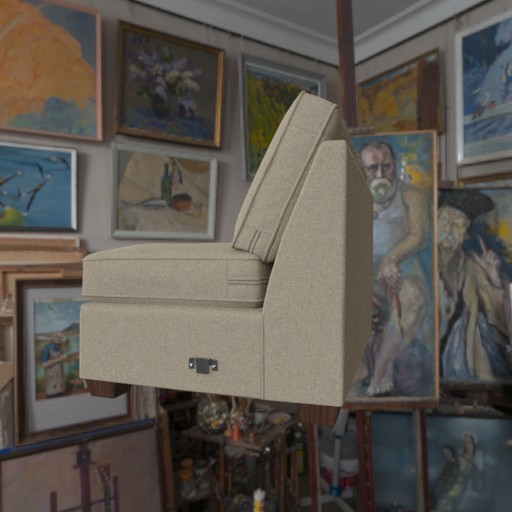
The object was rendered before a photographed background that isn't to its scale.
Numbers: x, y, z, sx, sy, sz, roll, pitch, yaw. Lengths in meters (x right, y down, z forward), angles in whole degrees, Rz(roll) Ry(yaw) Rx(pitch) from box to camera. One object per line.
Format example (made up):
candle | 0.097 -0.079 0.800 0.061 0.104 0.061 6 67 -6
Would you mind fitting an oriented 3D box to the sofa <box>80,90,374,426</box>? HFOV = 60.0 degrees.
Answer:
sofa | 0.000 0.000 1.997 0.951 1.008 1.237 0 0 18
